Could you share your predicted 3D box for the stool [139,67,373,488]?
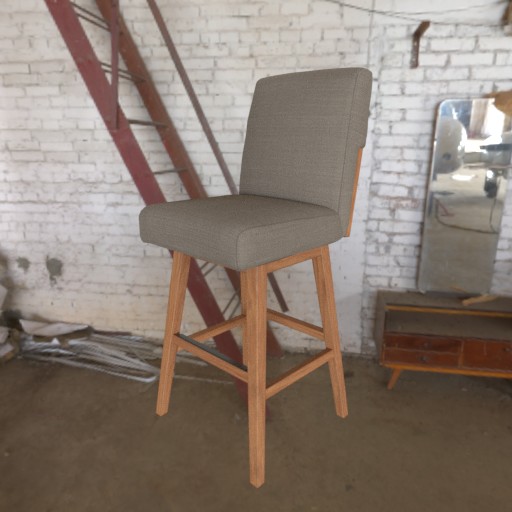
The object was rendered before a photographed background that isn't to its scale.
[{"bbox_3d":[0.000,0.000,1.376,0.483,1.112,0.570,15,21,42],"label":"stool"}]
